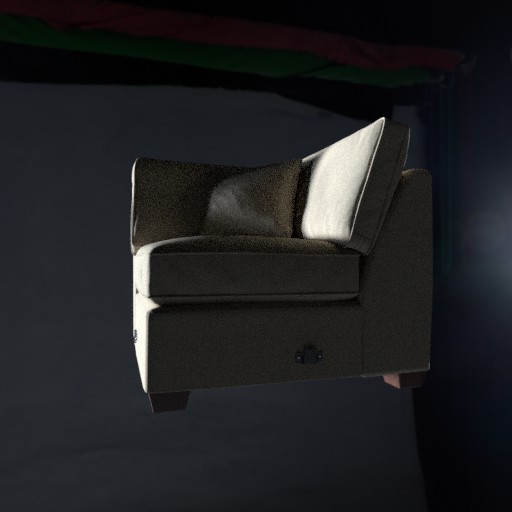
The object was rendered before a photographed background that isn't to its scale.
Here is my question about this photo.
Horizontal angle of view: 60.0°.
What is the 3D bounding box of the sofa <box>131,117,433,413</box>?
[{"bbox_3d":[0.000,0.000,2.021,1.084,1.002,1.146,0,0,-17],"label":"sofa"}]
